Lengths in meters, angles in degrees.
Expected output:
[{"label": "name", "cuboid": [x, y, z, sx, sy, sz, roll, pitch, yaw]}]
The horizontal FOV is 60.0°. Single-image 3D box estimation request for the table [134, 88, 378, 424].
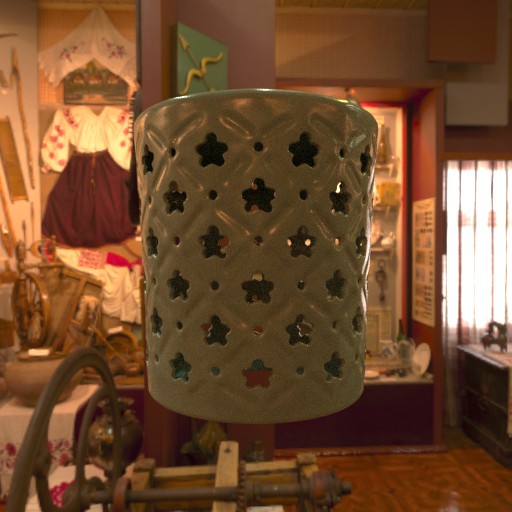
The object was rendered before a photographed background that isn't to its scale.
[{"label": "table", "cuboid": [0.000, 0.000, 0.665, 0.352, 0.387, 0.352, 0, 1, 0]}]
